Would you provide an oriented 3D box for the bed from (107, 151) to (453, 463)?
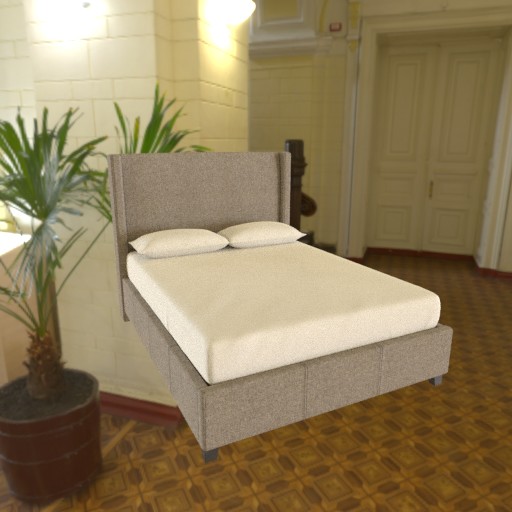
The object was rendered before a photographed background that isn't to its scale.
[{"bbox_3d":[0.000,0.000,3.355,1.714,1.481,2.245,-7,16,-26],"label":"bed"}]
